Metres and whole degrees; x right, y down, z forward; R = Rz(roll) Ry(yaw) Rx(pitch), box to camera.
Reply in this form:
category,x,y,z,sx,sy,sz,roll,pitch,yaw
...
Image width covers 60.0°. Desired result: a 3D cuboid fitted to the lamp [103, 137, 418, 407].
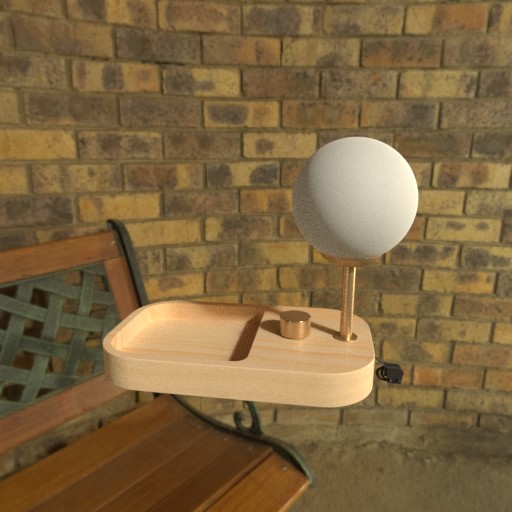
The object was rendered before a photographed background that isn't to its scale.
category,x,y,z,sx,sy,sz,roll,pitch,yaw
lamp,0.000,0.000,0.487,0.331,0.253,0.173,2,15,9
